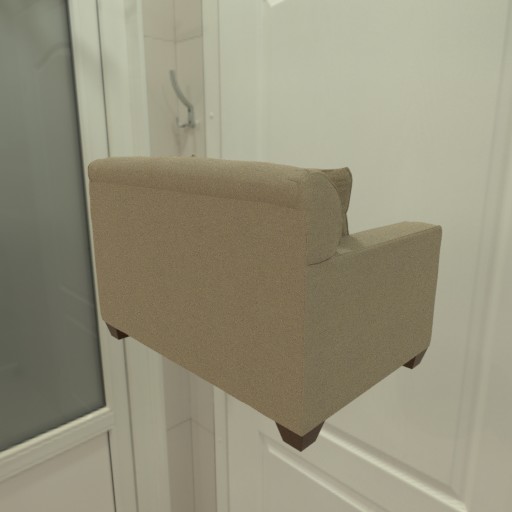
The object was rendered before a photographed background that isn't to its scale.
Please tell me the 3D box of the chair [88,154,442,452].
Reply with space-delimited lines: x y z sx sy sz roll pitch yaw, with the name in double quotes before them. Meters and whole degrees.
"chair" 0.000 0.000 2.106 1.000 0.948 1.383 -14 20 -43
